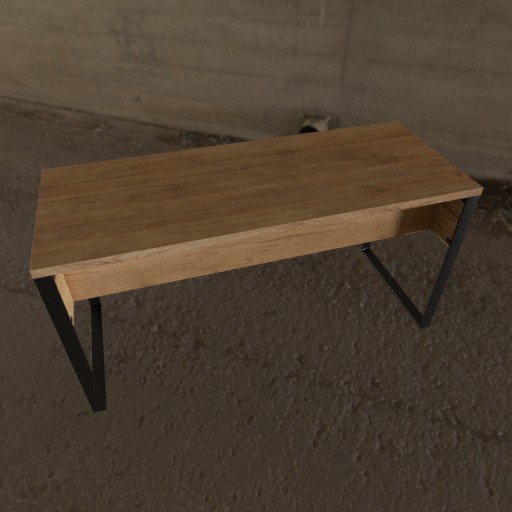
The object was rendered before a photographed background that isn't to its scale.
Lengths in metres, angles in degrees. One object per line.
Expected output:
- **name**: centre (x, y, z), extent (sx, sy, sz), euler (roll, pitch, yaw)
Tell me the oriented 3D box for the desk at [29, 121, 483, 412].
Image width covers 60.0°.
- **desk**: centre (0.000, 0.000, 1.885), extent (1.520, 0.760, 0.600), euler (-11, 42, -13)
